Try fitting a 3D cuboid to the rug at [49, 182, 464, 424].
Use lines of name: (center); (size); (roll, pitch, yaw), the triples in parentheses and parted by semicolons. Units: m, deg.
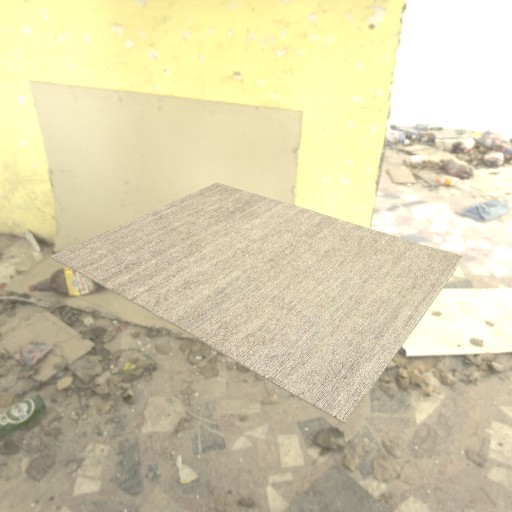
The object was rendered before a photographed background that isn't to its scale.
rug: (0.000, 0.000, 4.269); (3.202, 0.045, 2.434); (21, 37, 32)
